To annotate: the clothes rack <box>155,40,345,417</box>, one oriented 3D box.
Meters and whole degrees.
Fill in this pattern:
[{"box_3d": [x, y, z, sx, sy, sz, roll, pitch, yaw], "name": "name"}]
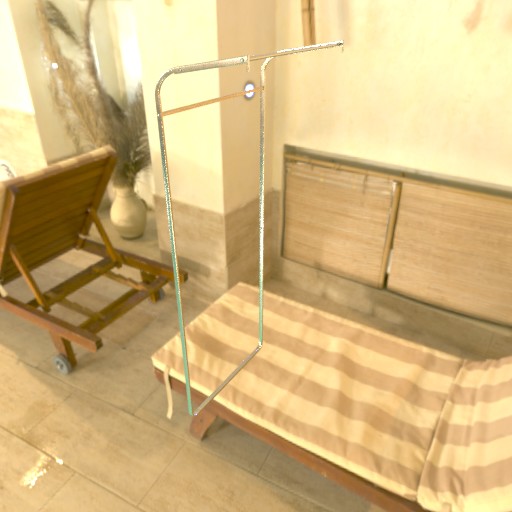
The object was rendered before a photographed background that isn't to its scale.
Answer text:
[{"box_3d": [0.000, 0.000, 1.817, 0.349, 1.574, 0.609, 18, 35, 29], "name": "clothes rack"}]
